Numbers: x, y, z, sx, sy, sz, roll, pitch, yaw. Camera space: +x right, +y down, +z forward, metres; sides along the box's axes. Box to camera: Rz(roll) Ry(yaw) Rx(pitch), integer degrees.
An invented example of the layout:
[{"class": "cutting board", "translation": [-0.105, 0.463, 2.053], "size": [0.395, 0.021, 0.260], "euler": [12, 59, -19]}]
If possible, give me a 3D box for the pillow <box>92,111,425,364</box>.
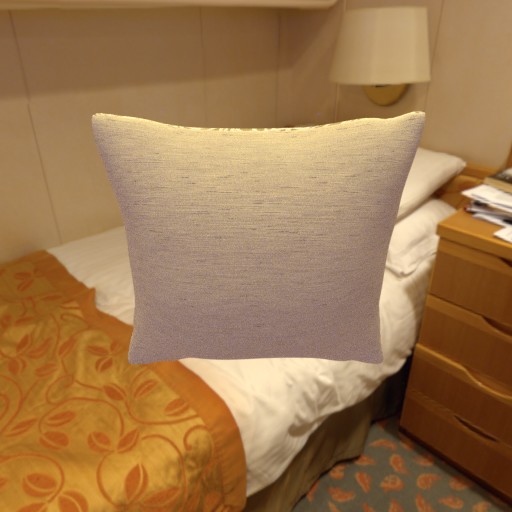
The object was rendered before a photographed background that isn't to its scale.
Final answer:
[{"class": "pillow", "translation": [0.000, 0.000, 0.668], "size": [0.438, 0.421, 0.167], "euler": [0, 28, 0]}]
